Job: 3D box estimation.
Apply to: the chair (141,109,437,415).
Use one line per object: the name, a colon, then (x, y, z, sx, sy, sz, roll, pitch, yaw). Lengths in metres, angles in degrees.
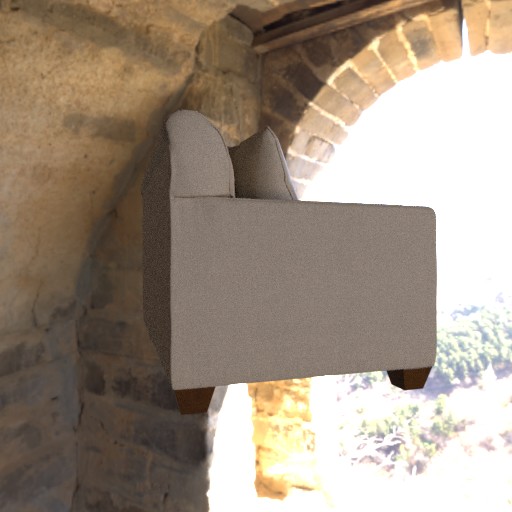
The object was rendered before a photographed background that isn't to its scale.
chair: (0.000, 0.000, 2.089, 1.000, 0.948, 1.383, 0, 0, -18)
